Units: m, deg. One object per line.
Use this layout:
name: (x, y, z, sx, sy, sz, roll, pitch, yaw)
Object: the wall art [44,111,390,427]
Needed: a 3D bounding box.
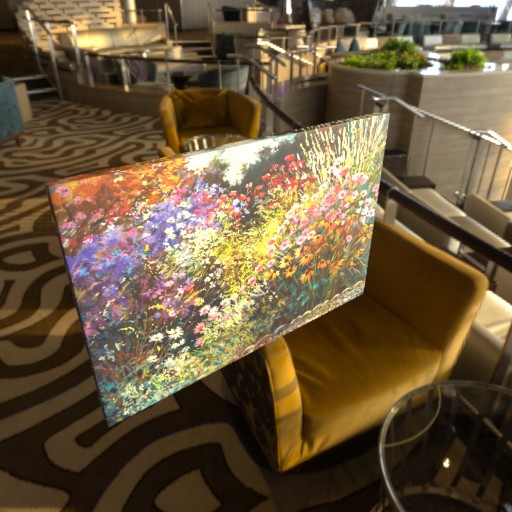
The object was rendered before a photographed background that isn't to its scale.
wall art: (0.000, 0.000, 1.441, 1.136, 0.760, 0.042, -21, 36, -32)
